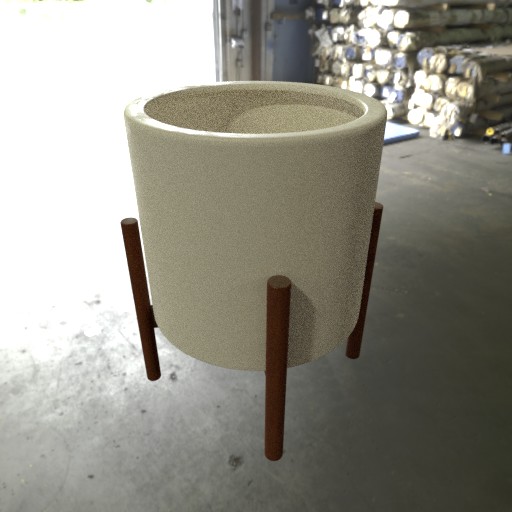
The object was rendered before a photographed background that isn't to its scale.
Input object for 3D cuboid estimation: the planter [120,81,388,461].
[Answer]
[{"bbox_3d":[0.000,0.000,0.870,0.420,0.581,0.421,23,37,33],"label":"planter"}]
